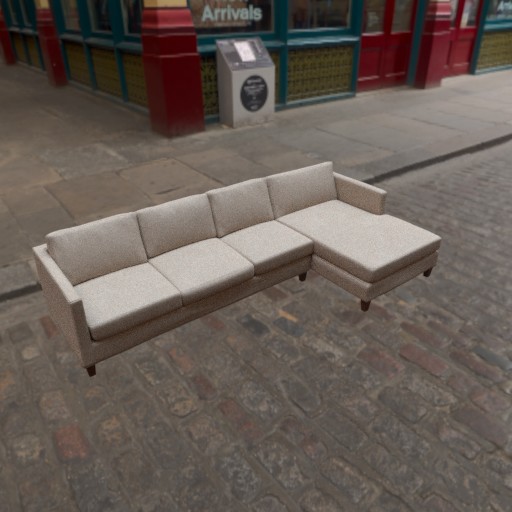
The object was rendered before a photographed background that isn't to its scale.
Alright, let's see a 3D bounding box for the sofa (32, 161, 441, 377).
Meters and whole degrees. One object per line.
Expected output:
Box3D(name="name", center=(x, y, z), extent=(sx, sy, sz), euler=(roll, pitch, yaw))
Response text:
Box3D(name="sofa", center=(0.000, 0.000, 3.846), extent=(3.186, 0.846, 1.625), euler=(-21, 36, -32))
